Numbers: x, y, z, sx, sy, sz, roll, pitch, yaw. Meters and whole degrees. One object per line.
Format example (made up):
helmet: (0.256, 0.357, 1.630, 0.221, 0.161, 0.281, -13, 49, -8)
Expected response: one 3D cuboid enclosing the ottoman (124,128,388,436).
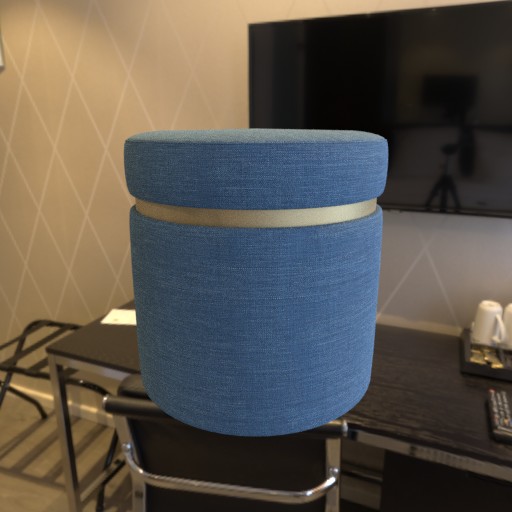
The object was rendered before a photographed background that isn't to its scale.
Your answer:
ottoman: (0.000, 0.000, 0.735, 0.398, 0.406, 0.398, 0, 16, 0)
